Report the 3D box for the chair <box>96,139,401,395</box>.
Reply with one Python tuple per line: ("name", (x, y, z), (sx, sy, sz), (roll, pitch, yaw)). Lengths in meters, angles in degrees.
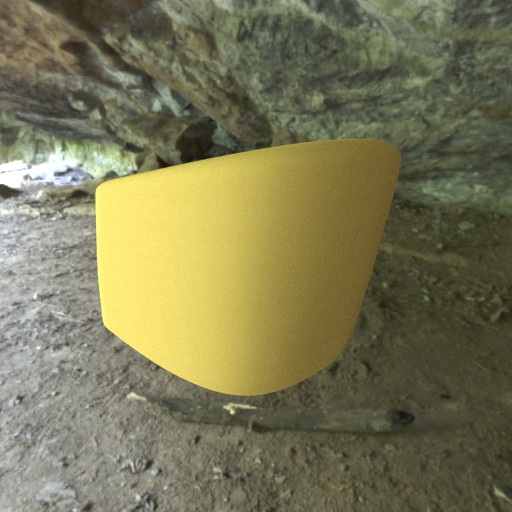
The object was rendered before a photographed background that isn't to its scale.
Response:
("chair", (0.000, 0.000, 1.362), (0.773, 0.698, 0.767), (-14, 21, -43))
